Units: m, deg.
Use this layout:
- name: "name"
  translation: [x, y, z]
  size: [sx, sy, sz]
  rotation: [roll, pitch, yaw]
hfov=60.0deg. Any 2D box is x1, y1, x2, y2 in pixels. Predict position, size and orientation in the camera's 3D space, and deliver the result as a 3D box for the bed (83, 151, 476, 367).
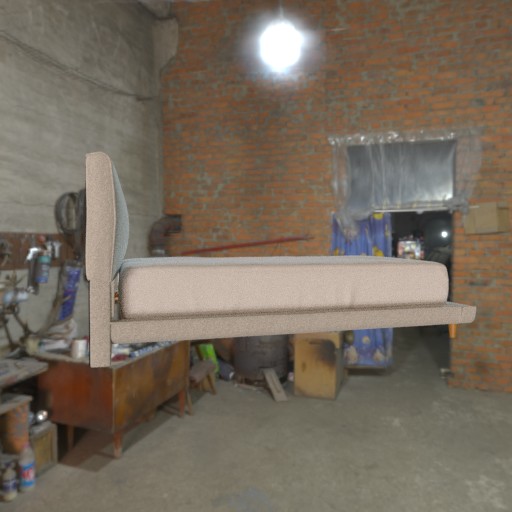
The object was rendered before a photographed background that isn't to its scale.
- name: "bed"
  translation: [0.000, 0.000, 3.543]
  size: [2.498, 1.126, 1.980]
  rotation: [0, 1, -17]
